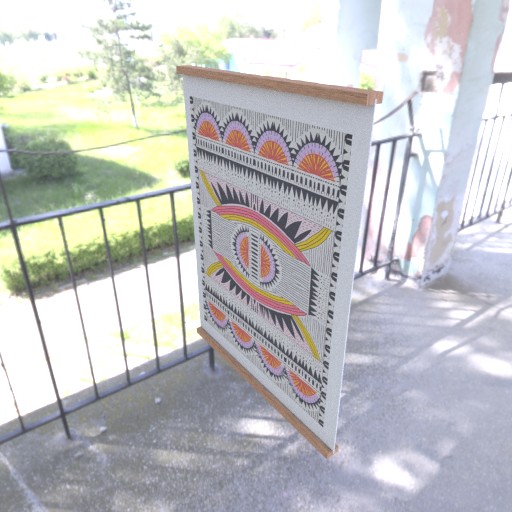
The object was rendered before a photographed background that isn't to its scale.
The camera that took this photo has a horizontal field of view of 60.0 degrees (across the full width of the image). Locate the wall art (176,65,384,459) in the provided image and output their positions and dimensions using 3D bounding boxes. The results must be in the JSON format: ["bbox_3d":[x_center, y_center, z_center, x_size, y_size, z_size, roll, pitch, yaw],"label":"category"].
[{"bbox_3d":[0.000,0.000,0.805,0.028,0.609,0.456,-19,33,-32],"label":"wall art"}]
